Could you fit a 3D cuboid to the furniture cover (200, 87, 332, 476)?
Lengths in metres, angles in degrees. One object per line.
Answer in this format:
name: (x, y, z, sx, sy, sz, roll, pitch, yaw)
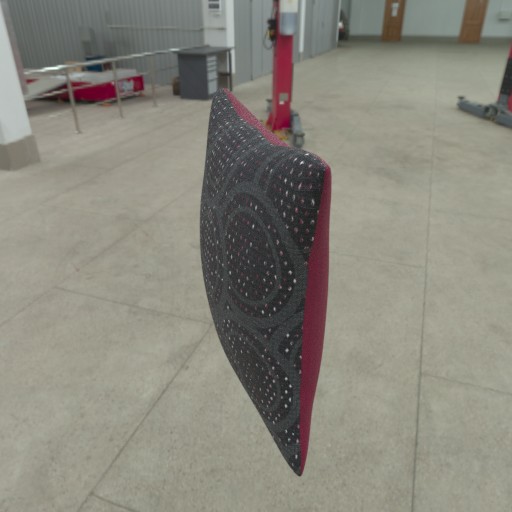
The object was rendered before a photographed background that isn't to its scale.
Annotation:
furniture cover: (0.000, 0.000, 0.809, 0.193, 0.509, 0.552, -8, 30, -13)
